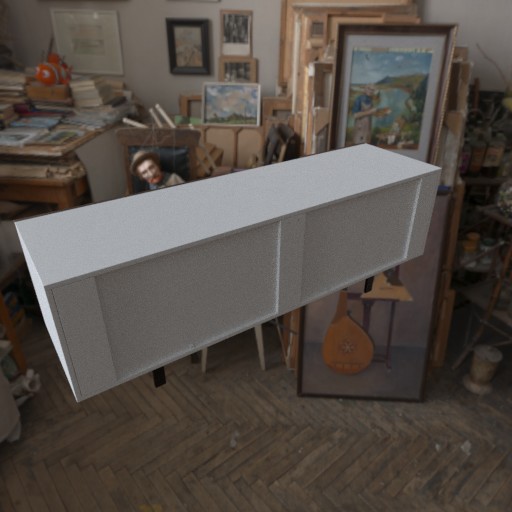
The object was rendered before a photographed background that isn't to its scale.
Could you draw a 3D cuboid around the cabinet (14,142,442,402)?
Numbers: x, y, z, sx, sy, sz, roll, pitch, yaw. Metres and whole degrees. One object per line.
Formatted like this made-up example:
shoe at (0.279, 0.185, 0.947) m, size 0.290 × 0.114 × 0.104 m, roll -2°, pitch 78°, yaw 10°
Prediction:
cabinet at (0.000, 0.000, 1.698) m, size 1.499 × 0.533 × 0.431 m, roll -19°, pitch 35°, yaw -29°
